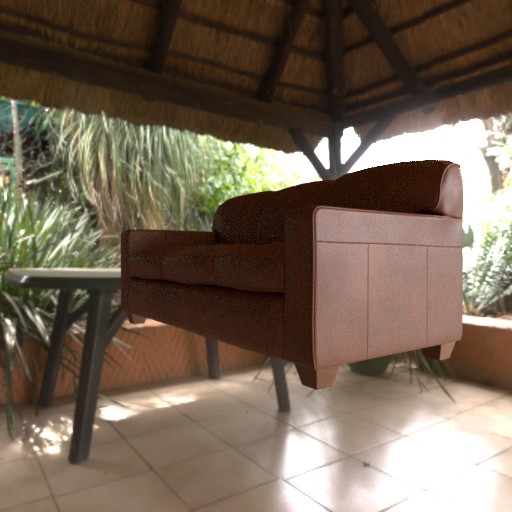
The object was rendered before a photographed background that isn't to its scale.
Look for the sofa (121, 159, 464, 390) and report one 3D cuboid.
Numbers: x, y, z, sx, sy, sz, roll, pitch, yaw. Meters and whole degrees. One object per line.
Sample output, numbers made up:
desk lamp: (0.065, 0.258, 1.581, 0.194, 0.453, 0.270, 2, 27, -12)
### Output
sofa: (0.000, 0.000, 2.603, 1.008, 0.953, 2.039, 0, 0, -36)
